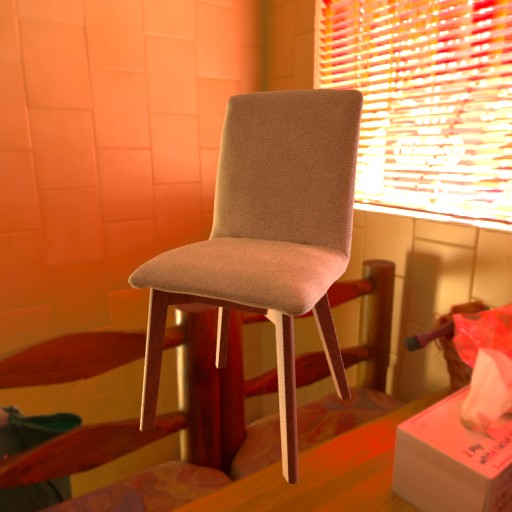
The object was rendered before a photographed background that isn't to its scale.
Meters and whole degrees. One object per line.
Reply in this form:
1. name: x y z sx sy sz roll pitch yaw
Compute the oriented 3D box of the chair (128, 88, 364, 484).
1. chair: 0.000 0.000 1.298 0.522 0.974 0.563 6 15 26
